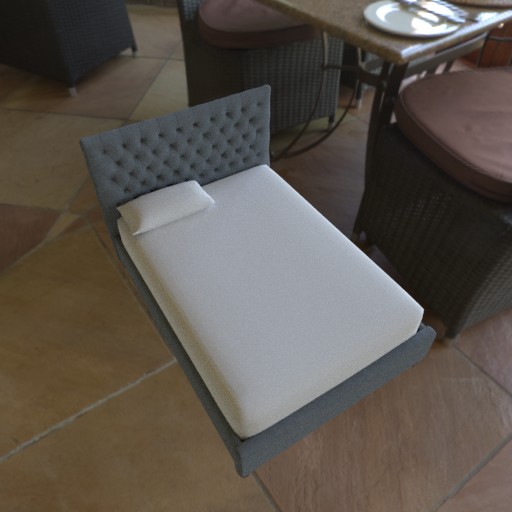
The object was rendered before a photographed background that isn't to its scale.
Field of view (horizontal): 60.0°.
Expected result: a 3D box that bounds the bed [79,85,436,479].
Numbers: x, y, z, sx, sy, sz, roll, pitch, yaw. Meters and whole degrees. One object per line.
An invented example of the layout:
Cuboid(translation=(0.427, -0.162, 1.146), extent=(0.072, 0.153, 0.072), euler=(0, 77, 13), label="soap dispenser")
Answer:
Cuboid(translation=(0.000, 0.000, 3.429), extent=(1.698, 1.411, 2.335), euler=(-24, 51, -21), label="bed")
